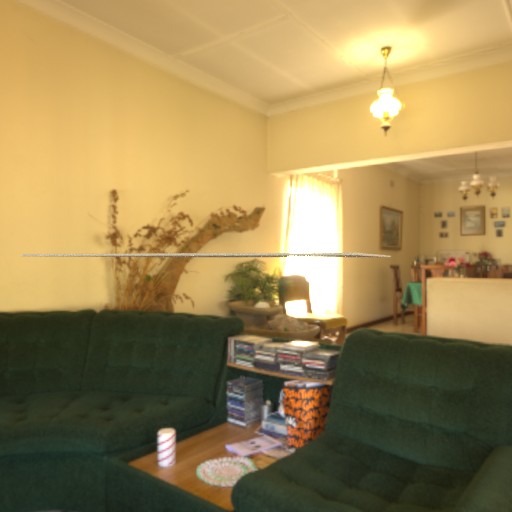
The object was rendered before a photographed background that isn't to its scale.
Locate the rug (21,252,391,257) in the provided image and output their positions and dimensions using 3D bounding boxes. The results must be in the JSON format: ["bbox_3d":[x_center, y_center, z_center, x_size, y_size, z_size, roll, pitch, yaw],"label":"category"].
[{"bbox_3d":[0.000,0.000,2.865,1.555,0.011,2.232,0,0,20],"label":"rug"}]
